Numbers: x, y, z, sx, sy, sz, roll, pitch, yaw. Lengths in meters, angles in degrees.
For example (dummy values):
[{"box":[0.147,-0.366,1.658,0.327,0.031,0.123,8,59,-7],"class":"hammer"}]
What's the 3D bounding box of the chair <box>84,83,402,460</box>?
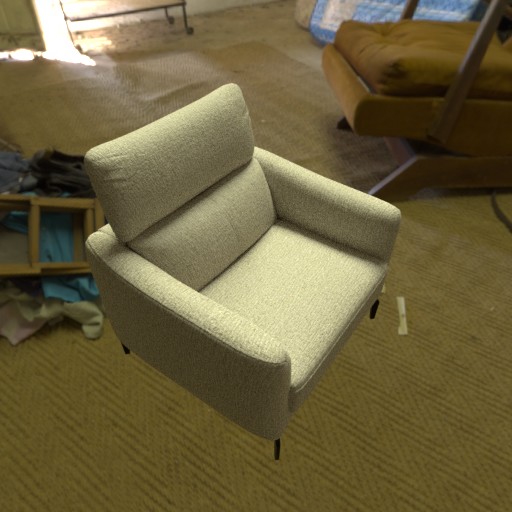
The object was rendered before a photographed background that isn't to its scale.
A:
[{"box":[0.000,0.000,1.694,0.835,0.967,0.972,25,47,26],"class":"chair"}]
